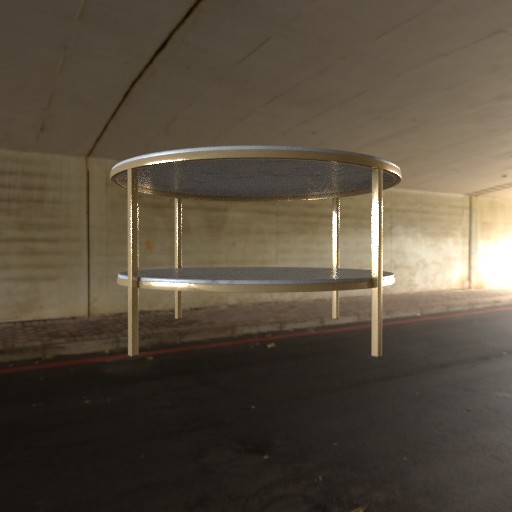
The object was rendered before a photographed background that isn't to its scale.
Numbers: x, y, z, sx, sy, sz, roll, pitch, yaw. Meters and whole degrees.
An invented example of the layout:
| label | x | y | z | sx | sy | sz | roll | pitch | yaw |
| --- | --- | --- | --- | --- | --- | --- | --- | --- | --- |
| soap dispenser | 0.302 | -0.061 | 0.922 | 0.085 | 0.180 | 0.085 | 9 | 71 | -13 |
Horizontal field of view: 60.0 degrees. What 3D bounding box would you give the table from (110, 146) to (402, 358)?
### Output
| label | x | y | z | sx | sy | sz | roll | pitch | yaw |
| --- | --- | --- | --- | --- | --- | --- | --- | --- | --- |
| table | 0.000 | 0.000 | 1.283 | 0.800 | 0.450 | 0.800 | 0 | 1 | 0 |
